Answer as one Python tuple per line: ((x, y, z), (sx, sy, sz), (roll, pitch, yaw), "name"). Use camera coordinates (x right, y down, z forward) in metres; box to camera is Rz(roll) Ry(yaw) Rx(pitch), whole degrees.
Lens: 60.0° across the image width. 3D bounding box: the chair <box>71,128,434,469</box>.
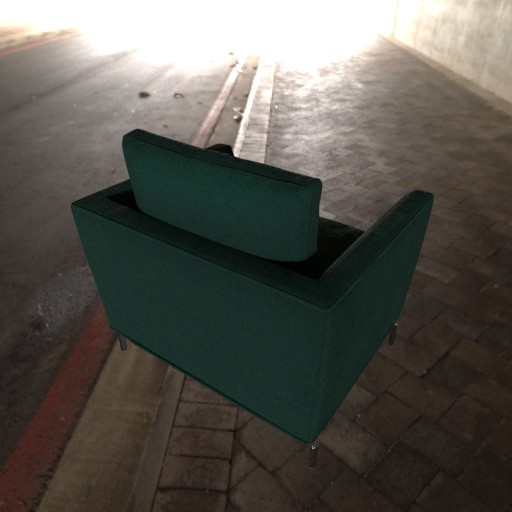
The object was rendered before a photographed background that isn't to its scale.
((0.000, 0.000, 1.741), (1.047, 0.997, 0.852), (21, 38, 29), "chair")
